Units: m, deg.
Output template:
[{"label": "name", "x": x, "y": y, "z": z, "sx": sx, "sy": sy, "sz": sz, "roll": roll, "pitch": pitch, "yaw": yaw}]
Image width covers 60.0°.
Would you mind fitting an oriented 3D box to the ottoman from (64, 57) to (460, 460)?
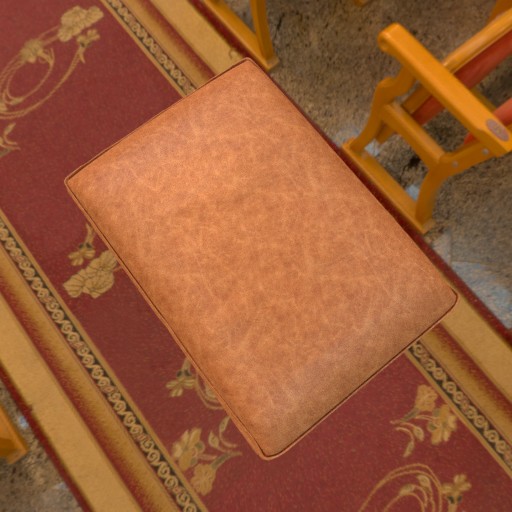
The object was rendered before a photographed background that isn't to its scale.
[{"label": "ottoman", "x": 0.000, "y": 0.000, "z": 1.052, "sx": 0.533, "sy": 0.480, "sz": 0.710, "roll": -37, "pitch": 79, "yaw": -8}]
